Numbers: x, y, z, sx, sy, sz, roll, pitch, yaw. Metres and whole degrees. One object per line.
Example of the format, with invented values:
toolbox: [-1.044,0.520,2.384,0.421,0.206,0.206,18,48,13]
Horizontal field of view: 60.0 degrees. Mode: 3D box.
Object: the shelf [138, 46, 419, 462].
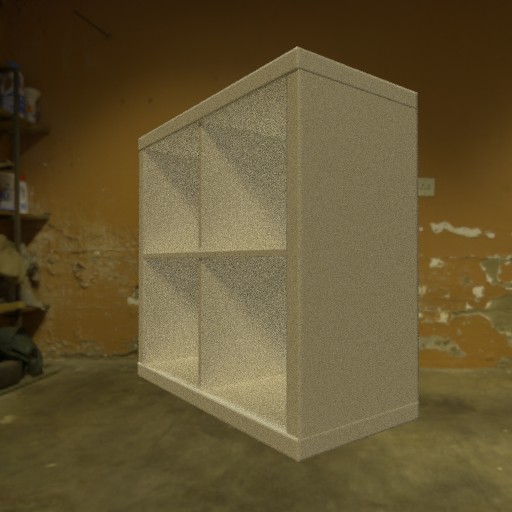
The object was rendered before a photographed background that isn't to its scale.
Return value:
shelf: [0.000,0.000,1.271,0.390,0.786,0.790,0,-1,-37]
